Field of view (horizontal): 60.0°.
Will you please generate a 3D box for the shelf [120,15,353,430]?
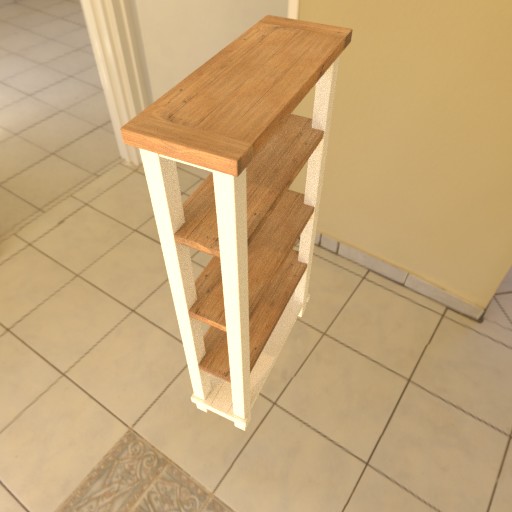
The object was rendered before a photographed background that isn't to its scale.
[{"bbox_3d":[0.000,0.000,2.218,0.381,1.878,1.022,19,50,17],"label":"shelf"}]
